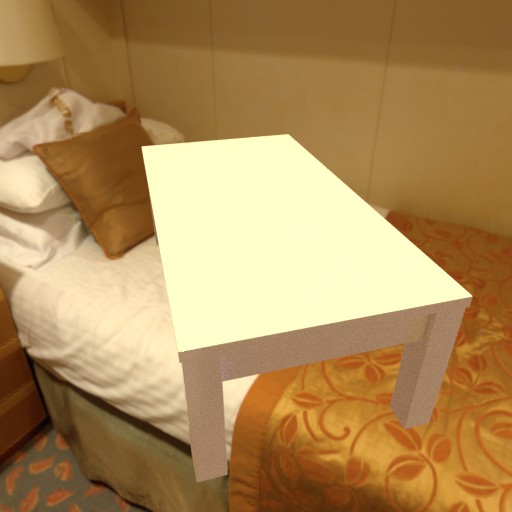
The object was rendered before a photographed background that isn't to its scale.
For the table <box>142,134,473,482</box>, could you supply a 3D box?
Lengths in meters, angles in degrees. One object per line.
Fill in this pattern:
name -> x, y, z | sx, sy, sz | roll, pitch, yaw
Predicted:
table -> 0.000, 0.000, 1.653 | 0.700, 0.470, 1.350 | -8, 33, -13
